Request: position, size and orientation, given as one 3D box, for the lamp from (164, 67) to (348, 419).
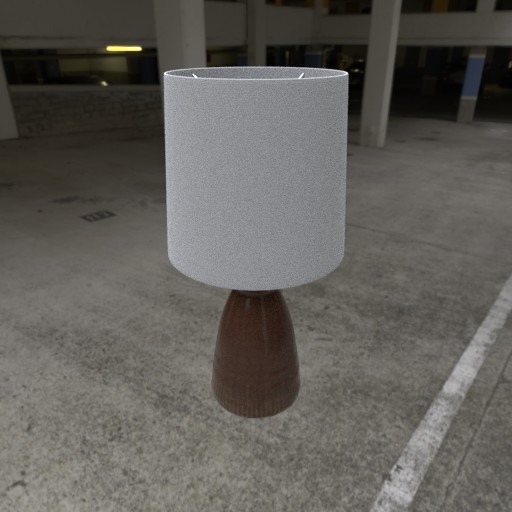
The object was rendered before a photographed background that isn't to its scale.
[{"bbox_3d":[0.000,0.000,0.481,0.186,0.369,0.186,0,26,0],"label":"lamp"}]
